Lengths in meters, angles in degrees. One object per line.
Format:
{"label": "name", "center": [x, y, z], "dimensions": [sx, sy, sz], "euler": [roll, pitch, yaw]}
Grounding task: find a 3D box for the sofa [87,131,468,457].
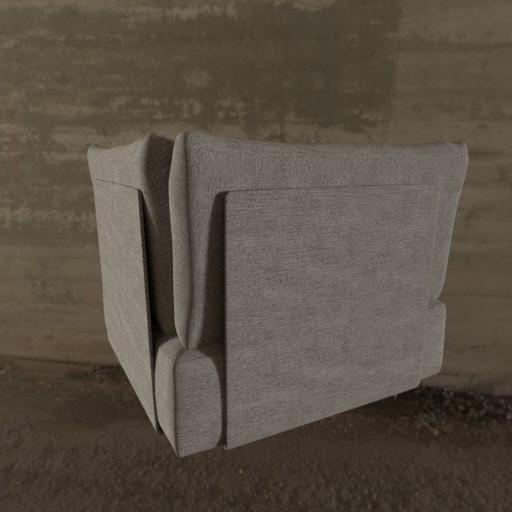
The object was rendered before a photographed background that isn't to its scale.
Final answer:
{"label": "sofa", "center": [0.000, 0.000, 1.638], "dimensions": [1.000, 0.820, 1.000], "euler": [-6, 14, -27]}
